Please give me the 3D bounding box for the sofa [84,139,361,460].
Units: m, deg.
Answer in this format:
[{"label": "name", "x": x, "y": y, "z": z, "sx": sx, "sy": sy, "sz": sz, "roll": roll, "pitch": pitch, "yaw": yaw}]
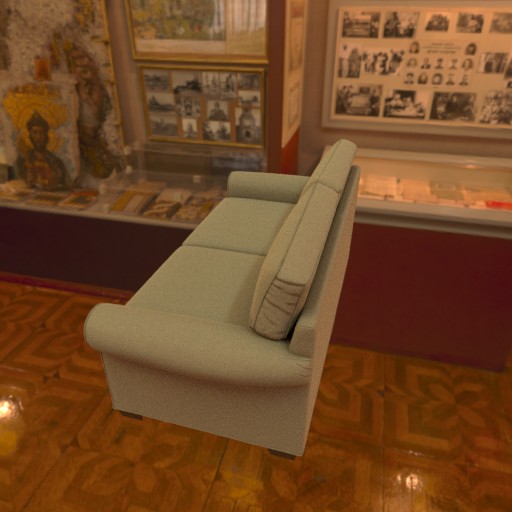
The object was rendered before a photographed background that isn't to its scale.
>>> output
[{"label": "sofa", "x": 0.000, "y": 0.000, "z": 2.466, "sx": 0.940, "sy": 0.952, "sz": 1.930, "roll": 8, "pitch": 31, "yaw": 14}]
